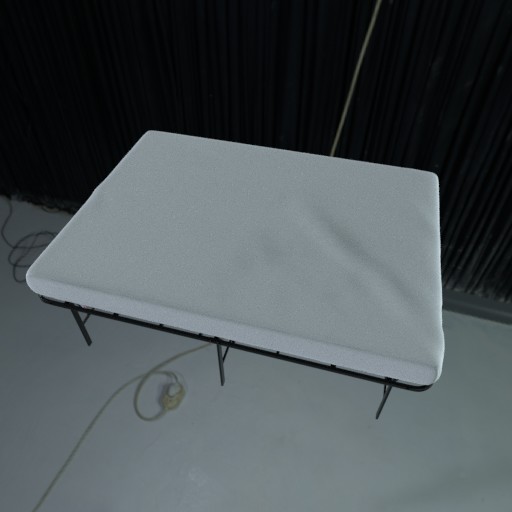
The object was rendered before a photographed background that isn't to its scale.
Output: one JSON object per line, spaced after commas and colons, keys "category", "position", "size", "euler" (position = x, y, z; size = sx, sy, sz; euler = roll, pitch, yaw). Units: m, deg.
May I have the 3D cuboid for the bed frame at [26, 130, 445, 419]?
{"category": "bed frame", "position": [0.000, 0.000, 2.534], "size": [1.905, 0.637, 1.372], "euler": [11, 47, 11]}
